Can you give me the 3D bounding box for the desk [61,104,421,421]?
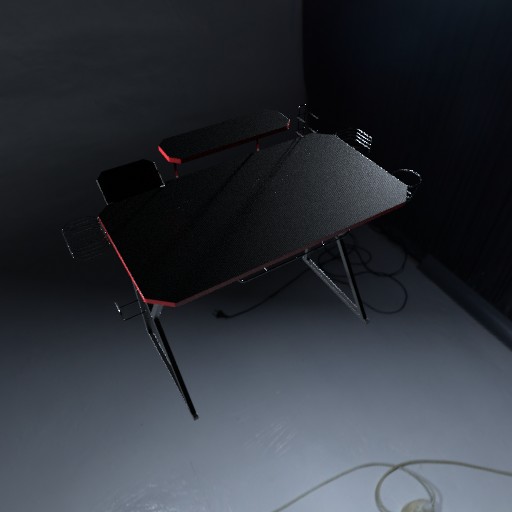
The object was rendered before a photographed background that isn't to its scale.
[{"bbox_3d":[0.000,0.000,1.795,1.280,0.913,0.588,-23,50,-22],"label":"desk"}]
